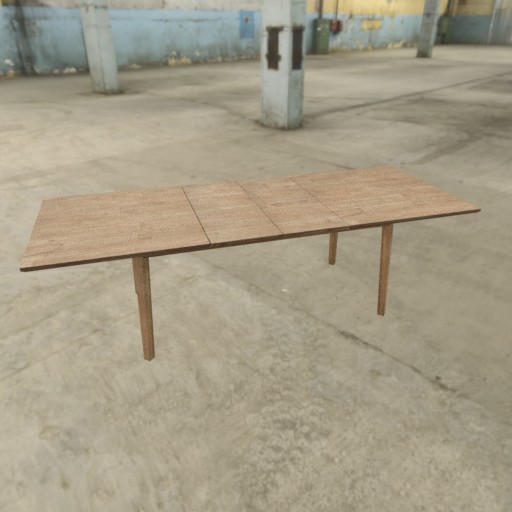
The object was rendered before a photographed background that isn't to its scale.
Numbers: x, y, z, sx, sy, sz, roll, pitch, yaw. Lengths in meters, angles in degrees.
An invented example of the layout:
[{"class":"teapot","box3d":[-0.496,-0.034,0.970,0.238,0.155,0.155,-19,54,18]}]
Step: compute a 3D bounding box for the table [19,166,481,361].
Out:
[{"class":"table","box3d":[0.000,0.000,2.990,2.603,0.752,1.000,-8,28,-15]}]
